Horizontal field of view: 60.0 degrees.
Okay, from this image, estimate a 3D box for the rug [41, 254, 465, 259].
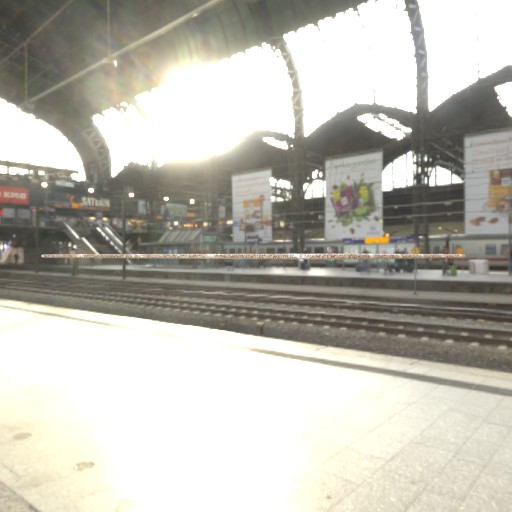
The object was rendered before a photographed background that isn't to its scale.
[{"bbox_3d":[0.000,0.000,4.057,3.047,0.029,2.438,0,0,37],"label":"rug"}]
